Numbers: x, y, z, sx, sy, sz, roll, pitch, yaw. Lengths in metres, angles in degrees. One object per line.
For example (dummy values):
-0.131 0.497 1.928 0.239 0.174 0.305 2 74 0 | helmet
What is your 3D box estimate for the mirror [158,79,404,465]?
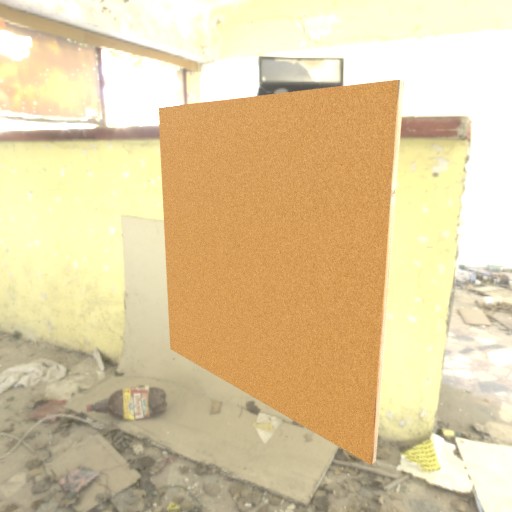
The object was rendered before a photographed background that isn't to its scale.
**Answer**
0.000 0.000 1.191 0.061 0.804 0.804 -13 19 -42 | mirror
